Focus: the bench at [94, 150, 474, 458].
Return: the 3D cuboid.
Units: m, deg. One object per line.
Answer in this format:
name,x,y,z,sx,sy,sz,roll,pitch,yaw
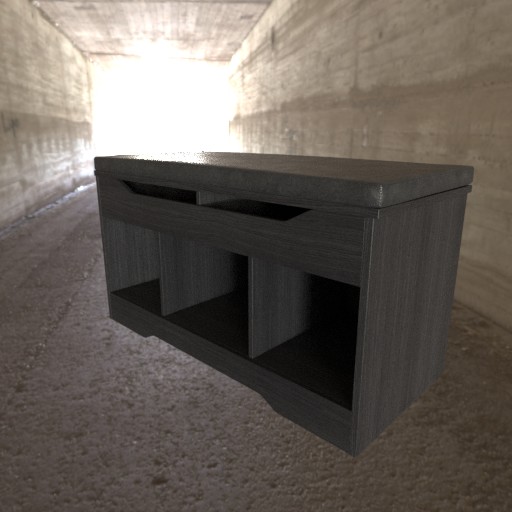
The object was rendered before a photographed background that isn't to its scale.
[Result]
bench,0.000,0.000,1.165,0.905,0.501,0.401,15,22,42
